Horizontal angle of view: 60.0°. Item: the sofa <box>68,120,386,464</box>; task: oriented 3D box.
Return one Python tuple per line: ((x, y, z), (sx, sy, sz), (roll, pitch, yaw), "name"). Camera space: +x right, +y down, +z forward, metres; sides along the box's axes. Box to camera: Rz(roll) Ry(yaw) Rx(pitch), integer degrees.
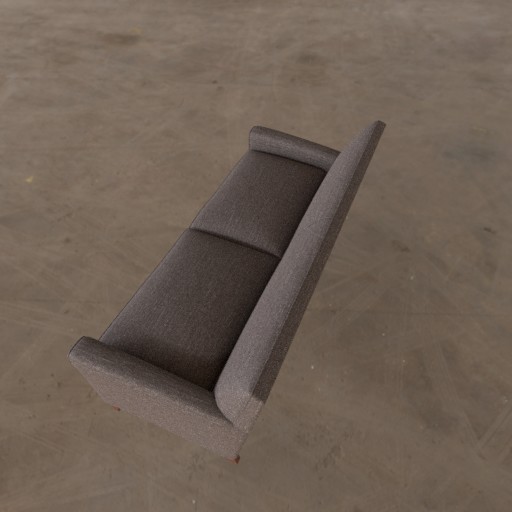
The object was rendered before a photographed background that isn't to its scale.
((0.000, 0.000, 2.451), (0.875, 0.846, 1.976), (17, 49, 16), "sofa")
